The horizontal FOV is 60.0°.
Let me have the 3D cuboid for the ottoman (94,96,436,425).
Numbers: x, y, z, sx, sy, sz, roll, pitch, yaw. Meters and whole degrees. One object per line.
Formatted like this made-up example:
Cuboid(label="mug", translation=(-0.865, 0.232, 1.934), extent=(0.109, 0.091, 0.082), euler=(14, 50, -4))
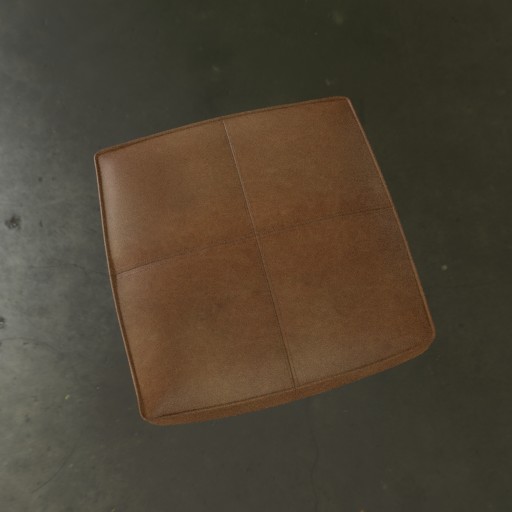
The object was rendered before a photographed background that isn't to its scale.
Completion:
Cuboid(label="ottoman", translation=(0.000, 0.000, 1.397), extent=(0.902, 0.395, 0.901), euler=(-14, 75, -4))
